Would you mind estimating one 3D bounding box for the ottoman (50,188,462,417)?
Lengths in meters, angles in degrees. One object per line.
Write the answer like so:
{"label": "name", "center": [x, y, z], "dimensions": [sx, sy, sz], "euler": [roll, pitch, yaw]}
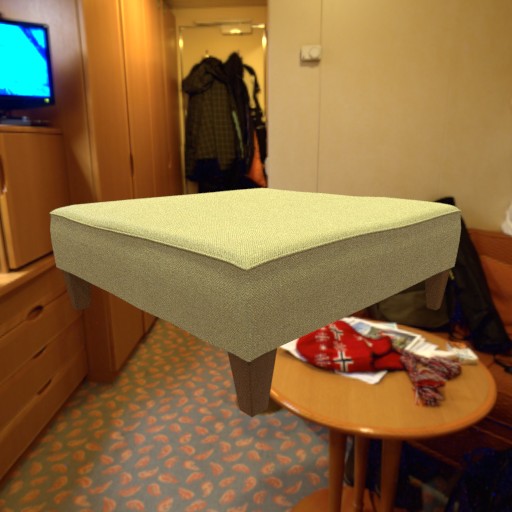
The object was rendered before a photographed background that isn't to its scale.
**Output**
{"label": "ottoman", "center": [0.000, 0.000, 1.512], "dimensions": [1.004, 0.379, 0.968], "euler": [-13, 19, -43]}
